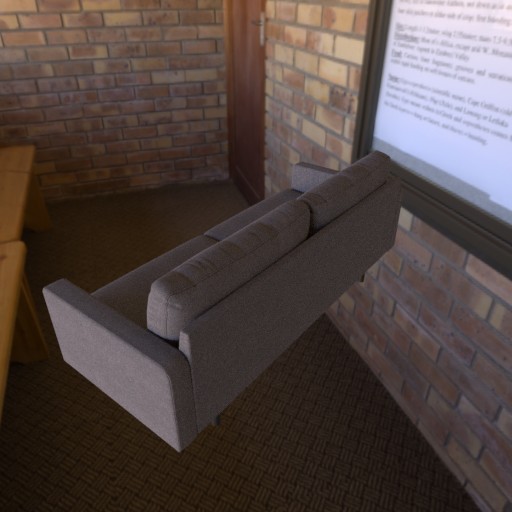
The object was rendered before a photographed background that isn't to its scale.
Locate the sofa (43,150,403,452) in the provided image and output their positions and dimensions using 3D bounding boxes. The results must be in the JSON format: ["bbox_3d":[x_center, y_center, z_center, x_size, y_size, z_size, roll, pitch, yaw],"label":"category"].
[{"bbox_3d":[0.000,0.000,2.571,0.880,0.880,2.100,22,38,32],"label":"sofa"}]
